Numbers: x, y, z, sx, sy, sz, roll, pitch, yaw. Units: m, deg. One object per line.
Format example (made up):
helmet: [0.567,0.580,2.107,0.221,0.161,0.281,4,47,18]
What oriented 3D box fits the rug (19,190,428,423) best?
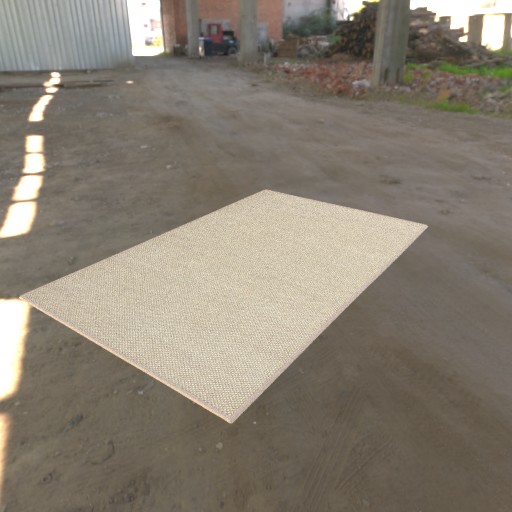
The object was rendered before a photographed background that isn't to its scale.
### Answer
rug: [0.000,0.000,2.047,1.067,0.013,1.676,18,31,32]
